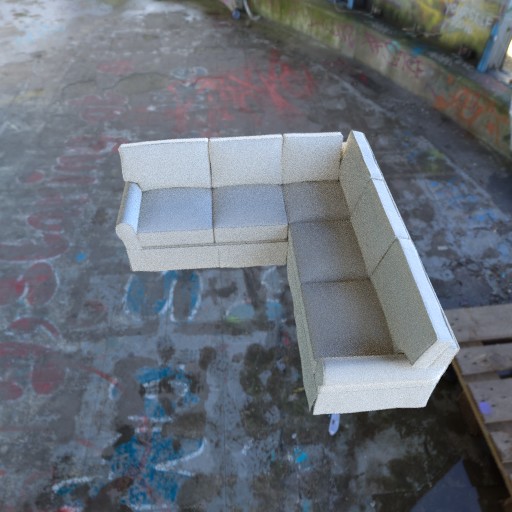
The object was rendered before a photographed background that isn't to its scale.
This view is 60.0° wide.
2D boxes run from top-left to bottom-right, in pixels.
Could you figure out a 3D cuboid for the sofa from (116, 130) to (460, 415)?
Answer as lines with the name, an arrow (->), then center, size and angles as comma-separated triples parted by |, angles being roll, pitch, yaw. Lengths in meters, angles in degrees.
sofa -> 0.000, 0.000, 4.001 | 2.591, 1.070, 2.597 | -3, 47, -3
